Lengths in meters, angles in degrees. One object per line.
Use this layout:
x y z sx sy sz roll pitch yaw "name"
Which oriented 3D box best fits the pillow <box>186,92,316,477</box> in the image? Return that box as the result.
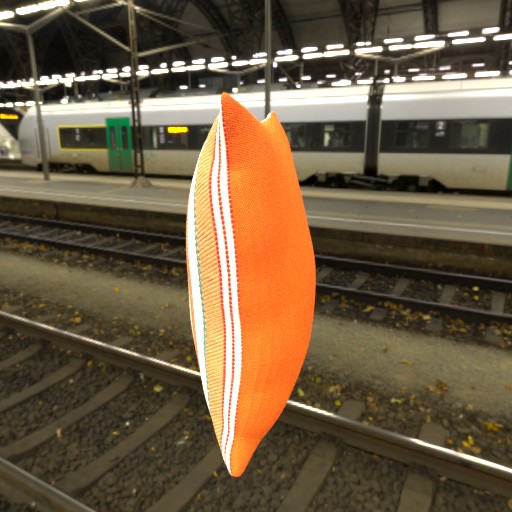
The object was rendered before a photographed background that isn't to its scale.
0.000 0.000 0.673 0.182 0.441 0.440 2 15 8 "pillow"
